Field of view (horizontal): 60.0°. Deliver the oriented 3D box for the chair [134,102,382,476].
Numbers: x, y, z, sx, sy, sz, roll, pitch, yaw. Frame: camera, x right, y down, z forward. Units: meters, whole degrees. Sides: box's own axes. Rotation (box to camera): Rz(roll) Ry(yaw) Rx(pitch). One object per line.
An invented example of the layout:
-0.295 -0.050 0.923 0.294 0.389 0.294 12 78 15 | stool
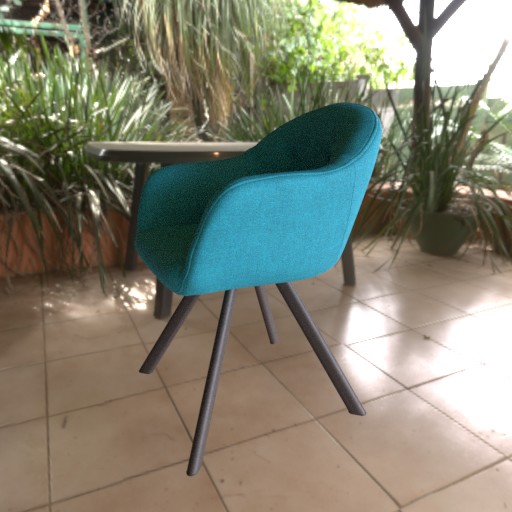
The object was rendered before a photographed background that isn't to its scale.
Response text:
0.000 0.000 1.160 0.565 0.775 0.545 -8 18 -25 | chair
